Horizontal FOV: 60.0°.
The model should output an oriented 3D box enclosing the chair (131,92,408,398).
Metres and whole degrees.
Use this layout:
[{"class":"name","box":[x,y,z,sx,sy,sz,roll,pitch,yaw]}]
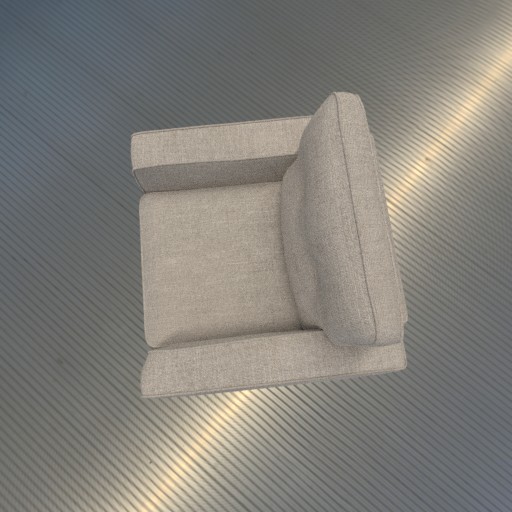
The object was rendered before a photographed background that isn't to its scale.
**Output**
[{"class":"chair","box":[0.000,0.000,1.771,0.939,0.965,1.015,-6,76,-2]}]
